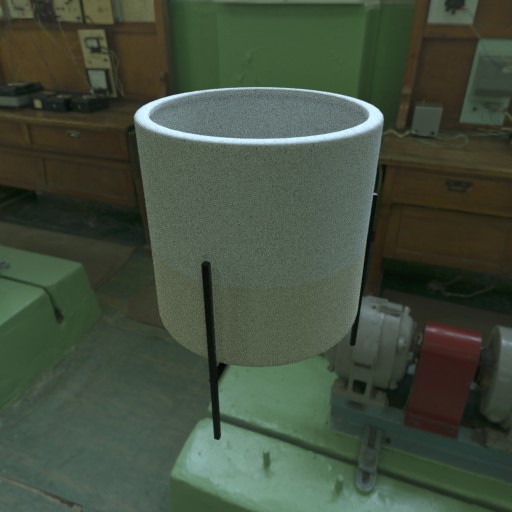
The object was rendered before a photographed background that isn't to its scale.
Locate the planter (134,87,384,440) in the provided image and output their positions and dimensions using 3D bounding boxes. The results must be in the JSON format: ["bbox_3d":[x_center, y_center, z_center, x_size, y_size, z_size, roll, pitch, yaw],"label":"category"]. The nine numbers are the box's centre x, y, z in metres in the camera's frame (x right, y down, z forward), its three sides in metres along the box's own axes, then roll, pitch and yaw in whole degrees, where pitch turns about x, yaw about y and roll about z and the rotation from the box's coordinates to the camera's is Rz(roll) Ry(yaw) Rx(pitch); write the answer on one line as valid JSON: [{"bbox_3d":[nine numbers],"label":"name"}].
[{"bbox_3d":[0.000,0.000,0.660,0.313,0.423,0.335,10,32,16],"label":"planter"}]
